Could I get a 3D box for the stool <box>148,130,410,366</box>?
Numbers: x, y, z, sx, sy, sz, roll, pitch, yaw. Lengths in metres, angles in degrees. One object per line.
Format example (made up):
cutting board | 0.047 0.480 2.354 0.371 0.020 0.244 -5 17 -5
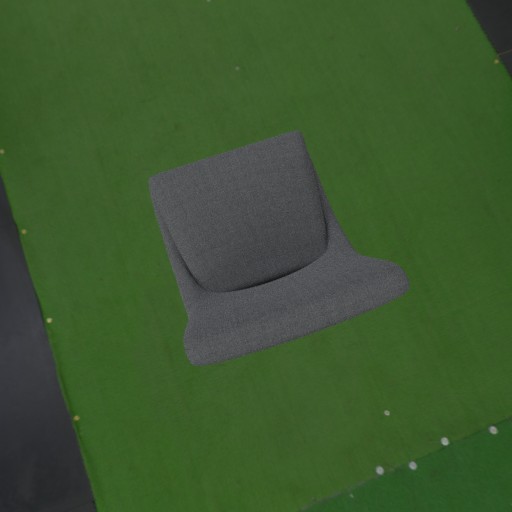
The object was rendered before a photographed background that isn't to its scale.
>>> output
stool | 0.000 0.000 1.261 0.447 0.977 0.524 -19 78 -4
